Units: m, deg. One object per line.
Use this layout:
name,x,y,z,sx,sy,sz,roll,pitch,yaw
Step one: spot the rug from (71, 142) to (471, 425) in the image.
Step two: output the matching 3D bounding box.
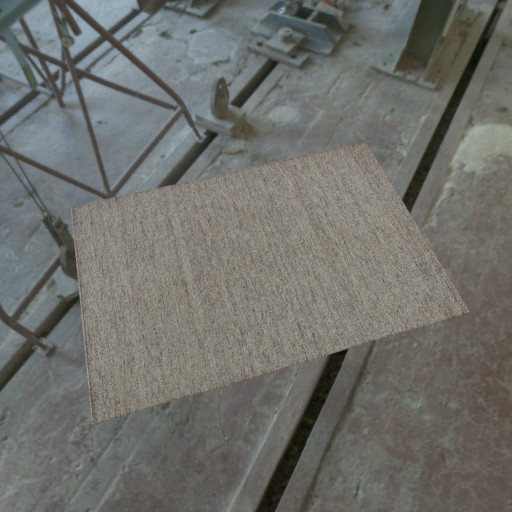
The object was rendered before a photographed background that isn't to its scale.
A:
rug,0.000,0.000,2.932,2.283,0.013,1.547,-14,59,-9
